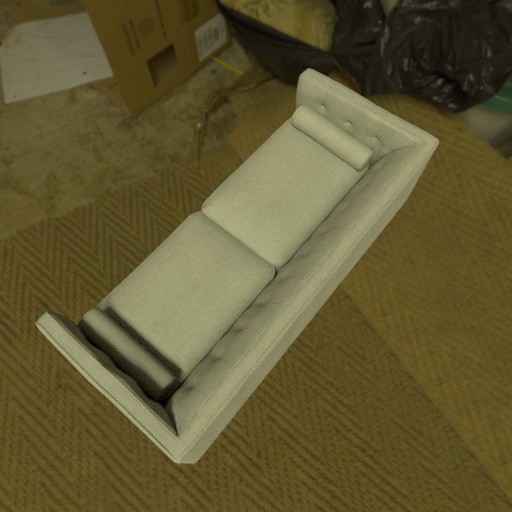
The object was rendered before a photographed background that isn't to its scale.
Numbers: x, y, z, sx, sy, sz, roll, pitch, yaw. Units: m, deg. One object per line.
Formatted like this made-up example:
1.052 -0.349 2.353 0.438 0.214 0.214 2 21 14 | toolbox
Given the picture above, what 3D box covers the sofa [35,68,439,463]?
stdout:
0.000 0.000 2.526 0.912 0.798 2.079 37 70 16 | sofa
